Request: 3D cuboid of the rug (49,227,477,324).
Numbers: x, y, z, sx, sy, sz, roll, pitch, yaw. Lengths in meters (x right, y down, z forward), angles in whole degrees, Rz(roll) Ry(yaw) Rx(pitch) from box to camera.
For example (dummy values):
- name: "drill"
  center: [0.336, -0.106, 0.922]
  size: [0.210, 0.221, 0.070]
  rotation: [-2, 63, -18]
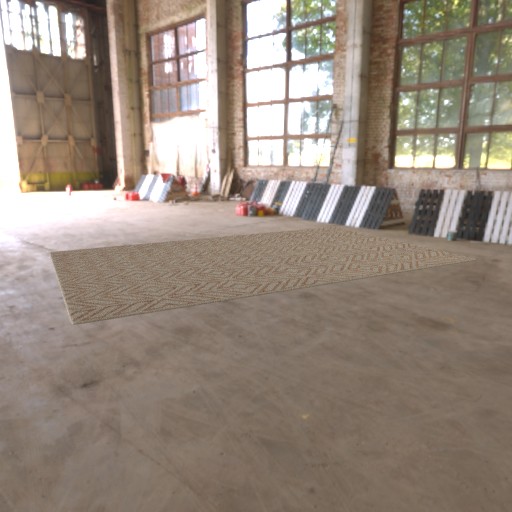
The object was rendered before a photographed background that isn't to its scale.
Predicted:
- name: "rug"
  center: [0.000, 0.000, 2.962]
  size: [2.438, 0.008, 1.523]
  rotation: [-7, 14, -27]
